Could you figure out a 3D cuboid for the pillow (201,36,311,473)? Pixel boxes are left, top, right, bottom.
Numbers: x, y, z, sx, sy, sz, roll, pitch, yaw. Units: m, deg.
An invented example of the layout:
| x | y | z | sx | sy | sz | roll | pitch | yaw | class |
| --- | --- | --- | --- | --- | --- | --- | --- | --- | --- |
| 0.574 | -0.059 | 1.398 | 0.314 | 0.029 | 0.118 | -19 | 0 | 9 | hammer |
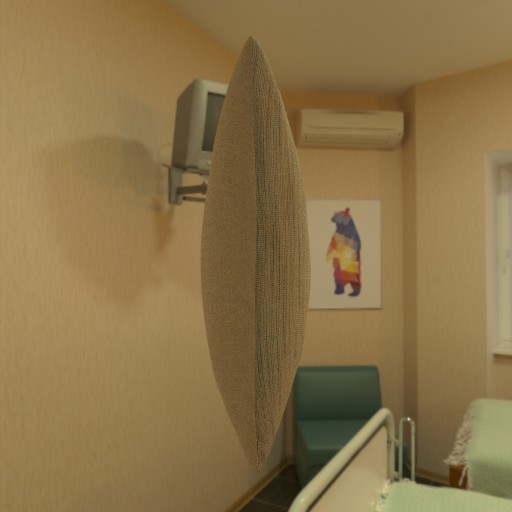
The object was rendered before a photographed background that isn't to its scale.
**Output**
| x | y | z | sx | sy | sz | roll | pitch | yaw | class |
| --- | --- | --- | --- | --- | --- | --- | --- | --- | --- |
| 0.000 | 0.000 | 0.761 | 0.178 | 0.506 | 0.512 | 0 | -1 | 1 | pillow |
